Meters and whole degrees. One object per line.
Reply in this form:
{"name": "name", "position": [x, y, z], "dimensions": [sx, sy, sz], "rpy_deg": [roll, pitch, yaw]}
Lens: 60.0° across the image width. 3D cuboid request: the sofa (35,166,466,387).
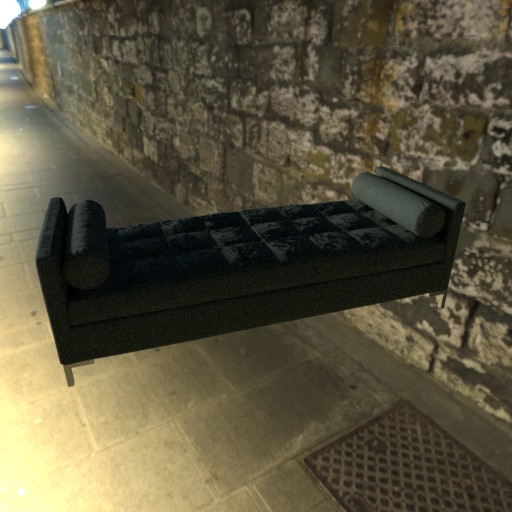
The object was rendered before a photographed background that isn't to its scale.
{"name": "sofa", "position": [0.000, 0.000, 2.481], "dimensions": [2.102, 0.657, 0.797], "rpy_deg": [-8, 28, -17]}
